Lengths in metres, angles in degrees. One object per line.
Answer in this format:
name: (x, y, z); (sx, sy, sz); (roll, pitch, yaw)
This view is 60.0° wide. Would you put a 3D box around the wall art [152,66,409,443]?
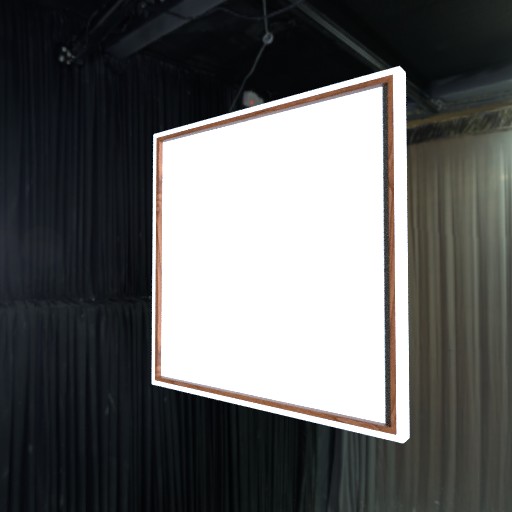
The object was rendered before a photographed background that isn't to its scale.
wall art: (0.000, 0.000, 1.506); (1.009, 1.009, 0.049); (-1, -2, 37)
